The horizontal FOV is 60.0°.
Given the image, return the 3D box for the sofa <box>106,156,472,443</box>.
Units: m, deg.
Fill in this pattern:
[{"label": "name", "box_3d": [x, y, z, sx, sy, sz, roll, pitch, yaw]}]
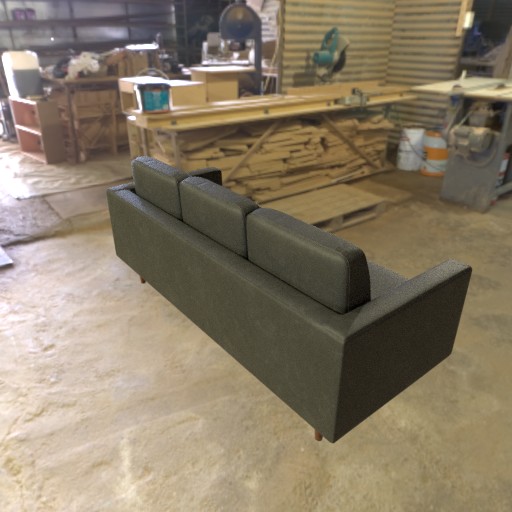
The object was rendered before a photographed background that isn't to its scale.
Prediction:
[{"label": "sofa", "box_3d": [0.000, 0.000, 2.502, 0.879, 0.899, 2.029, -20, 33, -34]}]
